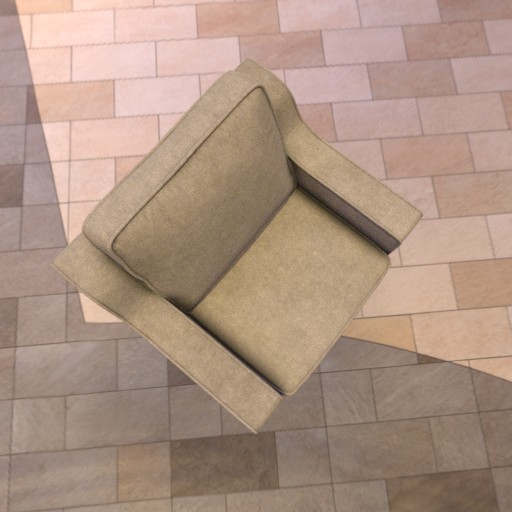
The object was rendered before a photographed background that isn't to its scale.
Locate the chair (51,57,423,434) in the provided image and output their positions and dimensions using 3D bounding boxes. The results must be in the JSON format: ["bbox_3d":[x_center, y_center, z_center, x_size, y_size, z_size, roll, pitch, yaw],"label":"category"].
[{"bbox_3d":[0.000,0.000,1.616,0.840,0.944,0.926,38,79,9],"label":"chair"}]
